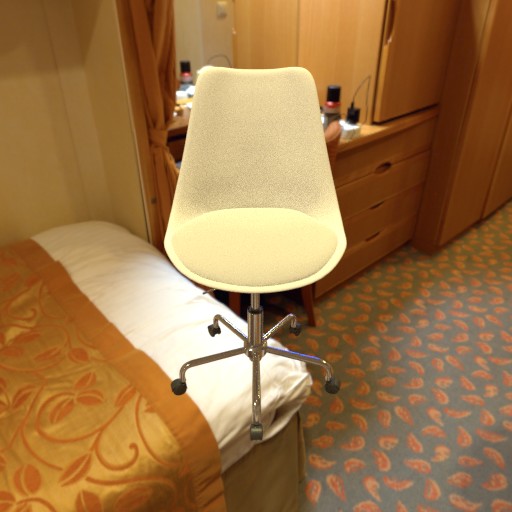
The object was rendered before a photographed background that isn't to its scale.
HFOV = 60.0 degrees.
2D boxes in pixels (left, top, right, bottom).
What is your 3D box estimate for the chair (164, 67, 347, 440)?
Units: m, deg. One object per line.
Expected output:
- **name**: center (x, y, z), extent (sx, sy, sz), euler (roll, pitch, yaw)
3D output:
- **chair**: center (0.000, 0.000, 1.263), extent (0.550, 0.930, 0.550), euler (0, 31, 0)
